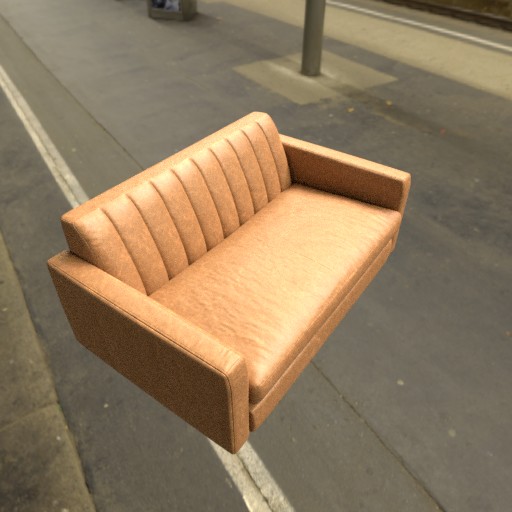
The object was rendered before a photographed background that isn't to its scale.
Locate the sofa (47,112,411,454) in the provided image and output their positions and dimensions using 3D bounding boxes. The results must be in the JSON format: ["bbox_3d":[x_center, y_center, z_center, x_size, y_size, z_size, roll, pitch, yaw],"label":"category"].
[{"bbox_3d":[0.000,0.000,2.150,0.960,0.820,1.549,25,46,27],"label":"sofa"}]
